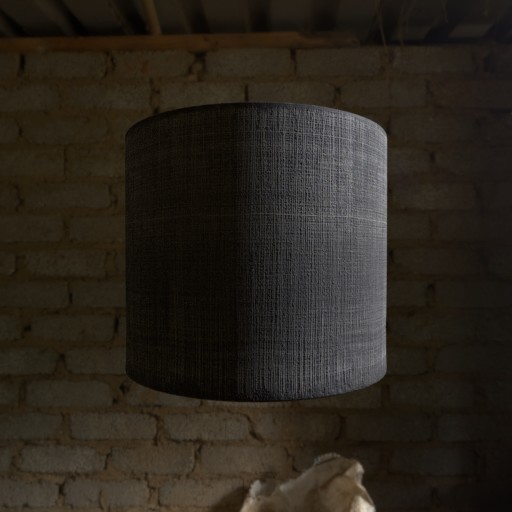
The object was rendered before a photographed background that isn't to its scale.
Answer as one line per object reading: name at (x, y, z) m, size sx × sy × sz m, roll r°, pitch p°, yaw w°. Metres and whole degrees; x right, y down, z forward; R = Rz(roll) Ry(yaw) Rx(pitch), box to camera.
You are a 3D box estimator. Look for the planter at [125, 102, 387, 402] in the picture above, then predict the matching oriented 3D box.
planter at (0.000, 0.000, 0.447) m, size 0.254 × 0.221 × 0.254 m, roll 0°, pitch -1°, yaw 0°
